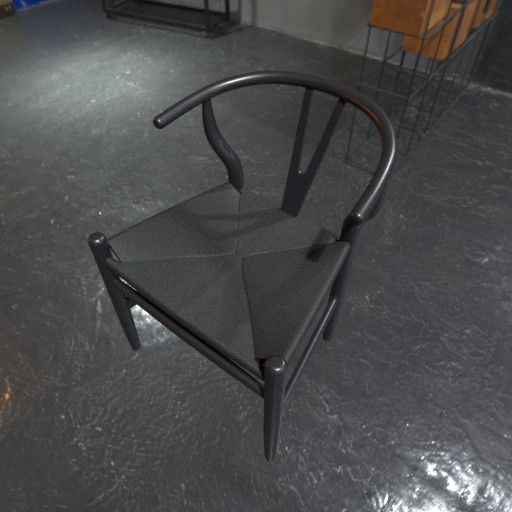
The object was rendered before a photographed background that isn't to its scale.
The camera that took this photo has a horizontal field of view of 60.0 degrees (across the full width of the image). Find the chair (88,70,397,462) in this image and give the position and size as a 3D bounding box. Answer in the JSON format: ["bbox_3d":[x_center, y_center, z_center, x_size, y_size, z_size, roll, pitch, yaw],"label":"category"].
[{"bbox_3d":[0.000,0.000,1.146,0.569,0.730,0.579,30,54,25],"label":"chair"}]
